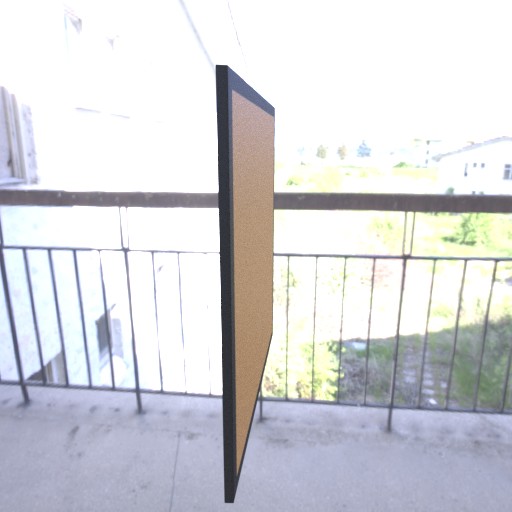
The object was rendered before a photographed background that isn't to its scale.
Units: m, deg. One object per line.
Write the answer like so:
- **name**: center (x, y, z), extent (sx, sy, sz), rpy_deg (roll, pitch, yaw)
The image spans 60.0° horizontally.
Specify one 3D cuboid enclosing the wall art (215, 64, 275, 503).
- **wall art**: center (0.000, 0.000, 0.952), extent (0.016, 0.659, 0.663), rpy_deg (2, 14, 7)
